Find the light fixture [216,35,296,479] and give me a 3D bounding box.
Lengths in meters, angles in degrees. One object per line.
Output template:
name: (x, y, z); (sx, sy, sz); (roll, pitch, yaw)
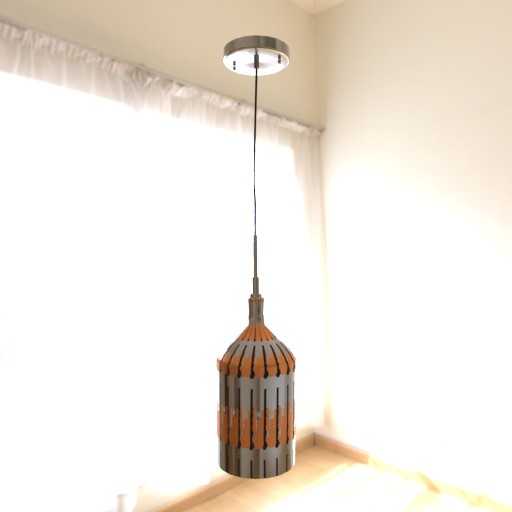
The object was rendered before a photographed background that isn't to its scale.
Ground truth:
light fixture: (0.000, 0.000, 1.671); (0.303, 1.535, 0.303); (0, 0, 0)
